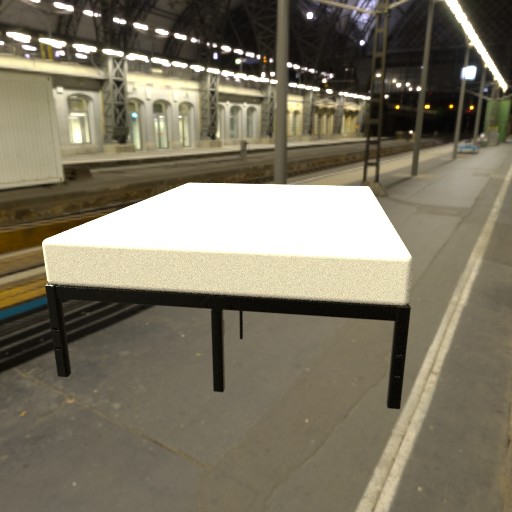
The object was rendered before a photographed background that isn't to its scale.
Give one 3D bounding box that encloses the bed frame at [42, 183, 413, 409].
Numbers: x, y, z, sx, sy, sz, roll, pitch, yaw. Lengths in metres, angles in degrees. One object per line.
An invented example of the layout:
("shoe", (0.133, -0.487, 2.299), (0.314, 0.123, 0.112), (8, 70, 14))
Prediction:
("bed frame", (0.000, 0.000, 2.833), (1.557, 0.659, 2.072), (3, 16, 9))
